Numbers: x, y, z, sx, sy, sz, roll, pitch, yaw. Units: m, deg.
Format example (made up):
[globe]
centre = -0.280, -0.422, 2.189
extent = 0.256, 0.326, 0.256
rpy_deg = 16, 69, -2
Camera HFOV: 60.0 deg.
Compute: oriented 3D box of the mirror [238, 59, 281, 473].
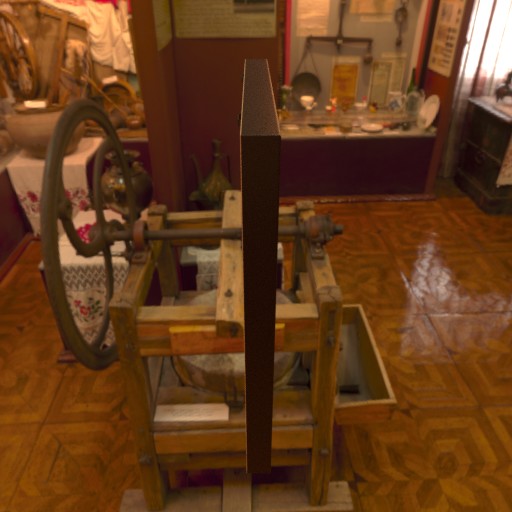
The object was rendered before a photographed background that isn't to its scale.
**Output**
[mirror]
centre = 0.000, 0.000, 0.694
extent = 0.041, 0.509, 0.406
rpy_deg = 0, 33, 0
